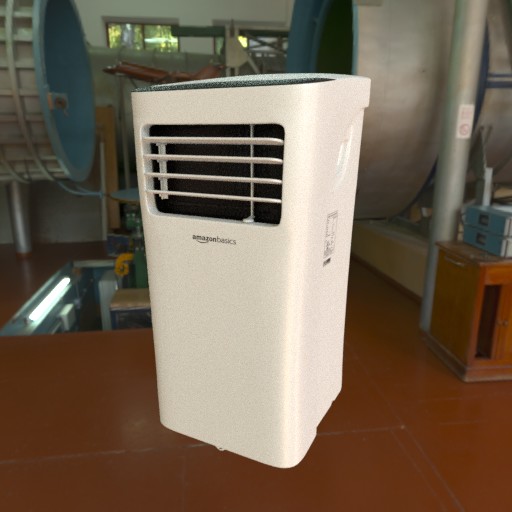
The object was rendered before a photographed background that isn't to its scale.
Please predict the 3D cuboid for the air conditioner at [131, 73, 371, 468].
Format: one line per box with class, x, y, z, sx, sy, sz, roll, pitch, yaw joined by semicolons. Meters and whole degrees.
air conditioner;0.000;0.000;0.907;0.352;0.716;0.369;8;18;26
